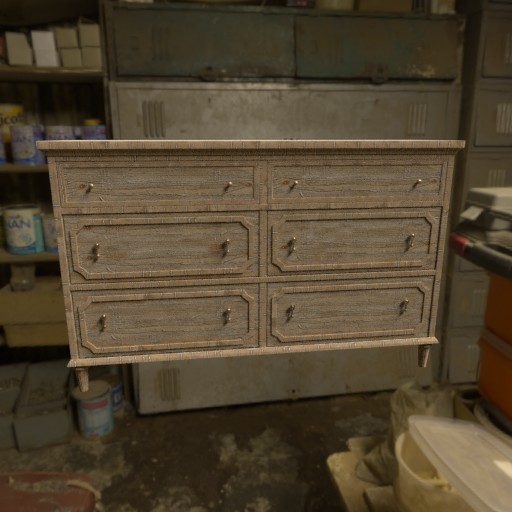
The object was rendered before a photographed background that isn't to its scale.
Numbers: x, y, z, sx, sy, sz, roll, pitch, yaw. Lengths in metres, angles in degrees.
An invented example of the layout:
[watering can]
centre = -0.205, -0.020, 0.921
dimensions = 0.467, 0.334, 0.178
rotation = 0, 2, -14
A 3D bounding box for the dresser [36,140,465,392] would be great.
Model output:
[dresser]
centre = 0.000, 0.000, 2.015
dimensions = 1.626, 1.016, 0.457
rotation = -2, 15, -7
